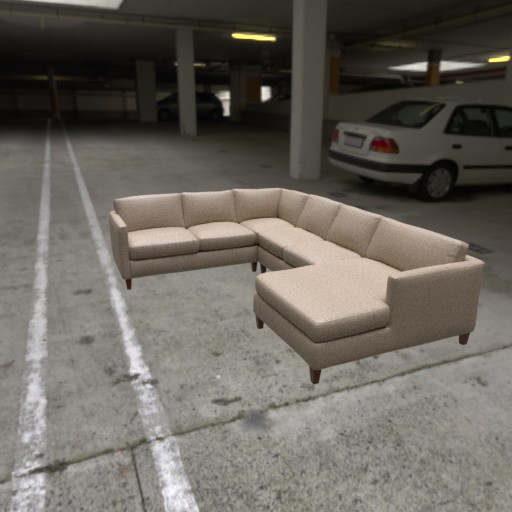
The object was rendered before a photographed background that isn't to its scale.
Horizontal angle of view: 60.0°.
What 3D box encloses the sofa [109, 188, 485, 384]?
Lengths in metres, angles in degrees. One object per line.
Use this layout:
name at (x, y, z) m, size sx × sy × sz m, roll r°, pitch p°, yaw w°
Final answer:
sofa at (0.000, 0.000, 4.643) m, size 2.594 × 0.961 × 3.460 m, roll -7°, pitch 18°, yaw -23°
